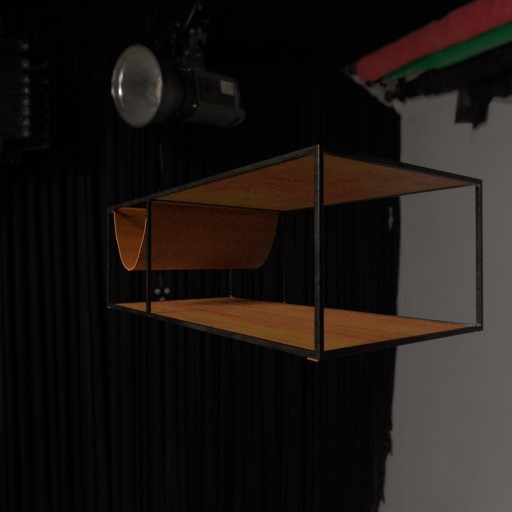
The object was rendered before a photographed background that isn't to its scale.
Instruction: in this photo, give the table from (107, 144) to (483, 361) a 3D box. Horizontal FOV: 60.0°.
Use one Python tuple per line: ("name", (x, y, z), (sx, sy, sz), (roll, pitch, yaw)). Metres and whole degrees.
("table", (0.000, 0.000, 1.470), (0.597, 0.403, 1.199), (1, -1, -36))
